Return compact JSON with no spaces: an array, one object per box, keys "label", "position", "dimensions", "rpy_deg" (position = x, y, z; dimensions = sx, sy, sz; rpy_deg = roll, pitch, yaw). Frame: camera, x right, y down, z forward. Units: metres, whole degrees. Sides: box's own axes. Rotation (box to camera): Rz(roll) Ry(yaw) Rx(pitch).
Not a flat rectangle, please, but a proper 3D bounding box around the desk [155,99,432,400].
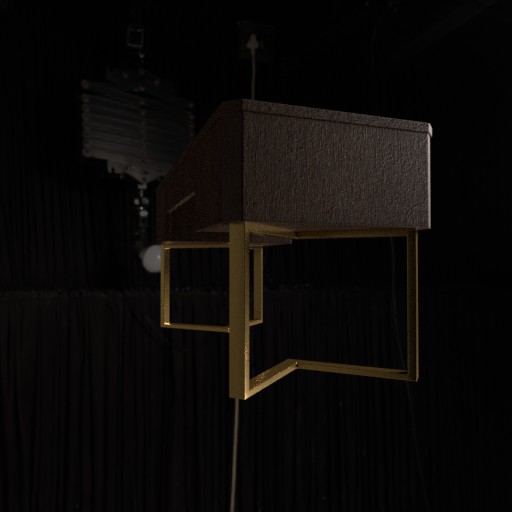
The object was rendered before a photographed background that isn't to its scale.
[{"label":"desk","position":[0.000,0.000,1.903],"dimensions":[0.684,0.762,1.479],"rpy_deg":[0,-1,-20]}]
